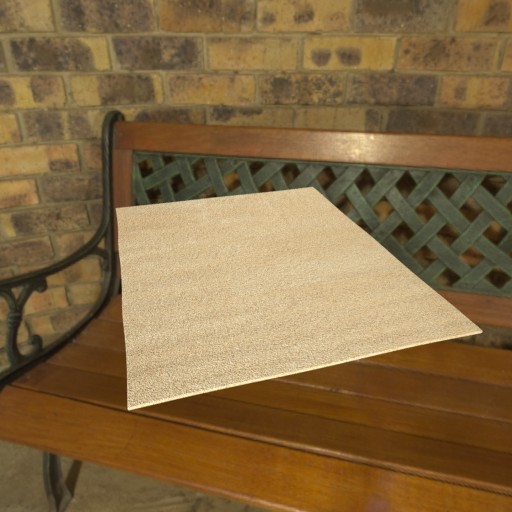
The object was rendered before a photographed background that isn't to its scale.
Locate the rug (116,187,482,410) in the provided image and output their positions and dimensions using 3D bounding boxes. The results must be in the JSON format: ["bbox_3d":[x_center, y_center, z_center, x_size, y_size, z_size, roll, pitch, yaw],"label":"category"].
[{"bbox_3d":[0.000,0.000,4.048,2.400,0.025,3.000,-8,30,-15],"label":"rug"}]
